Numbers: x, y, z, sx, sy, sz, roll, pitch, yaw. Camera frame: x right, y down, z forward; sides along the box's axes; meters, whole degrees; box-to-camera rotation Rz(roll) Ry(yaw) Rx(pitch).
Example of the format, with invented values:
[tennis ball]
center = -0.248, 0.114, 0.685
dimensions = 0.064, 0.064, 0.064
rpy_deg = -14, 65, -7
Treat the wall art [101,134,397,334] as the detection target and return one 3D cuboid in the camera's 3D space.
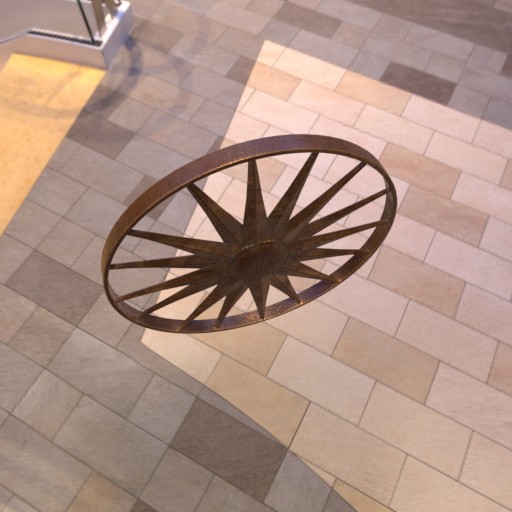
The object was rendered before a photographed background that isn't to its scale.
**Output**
[wall art]
center = 0.000, 0.000, 0.881
dimensions = 0.582, 0.583, 0.084
rpy_deg = -16, 64, -8
